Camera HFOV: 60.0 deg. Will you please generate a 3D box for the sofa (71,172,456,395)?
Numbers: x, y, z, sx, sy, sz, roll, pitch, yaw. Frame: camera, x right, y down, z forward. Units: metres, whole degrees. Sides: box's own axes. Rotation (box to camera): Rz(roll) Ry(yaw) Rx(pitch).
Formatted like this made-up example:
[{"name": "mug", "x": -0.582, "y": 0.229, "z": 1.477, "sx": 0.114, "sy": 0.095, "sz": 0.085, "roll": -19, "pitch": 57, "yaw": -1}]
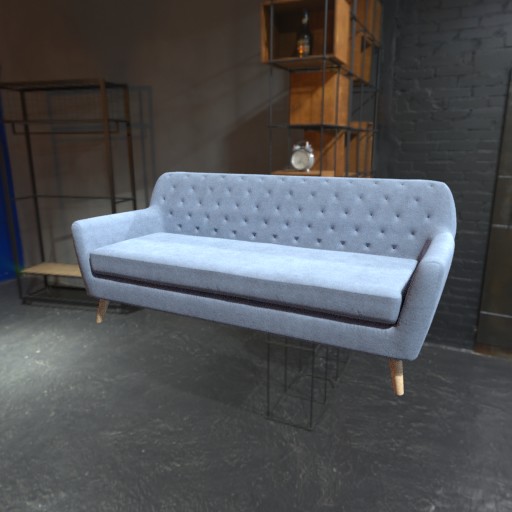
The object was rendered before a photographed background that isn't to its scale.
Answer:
[{"name": "sofa", "x": 0.000, "y": 0.000, "z": 2.441, "sx": 1.970, "sy": 0.830, "sz": 0.830, "roll": 7, "pitch": 16, "yaw": 26}]
